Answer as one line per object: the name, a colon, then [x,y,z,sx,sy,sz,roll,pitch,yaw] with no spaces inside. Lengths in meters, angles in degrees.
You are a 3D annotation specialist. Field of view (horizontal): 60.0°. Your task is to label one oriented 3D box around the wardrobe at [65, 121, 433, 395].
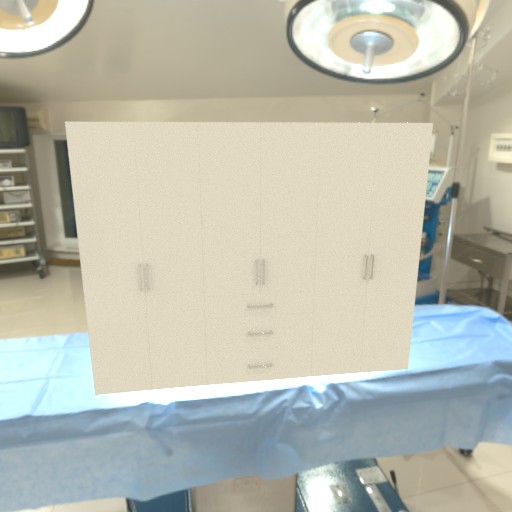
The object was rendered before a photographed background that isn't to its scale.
wardrobe: [0.000,0.000,4.107,3.000,2.360,0.580,-2,16,-8]
